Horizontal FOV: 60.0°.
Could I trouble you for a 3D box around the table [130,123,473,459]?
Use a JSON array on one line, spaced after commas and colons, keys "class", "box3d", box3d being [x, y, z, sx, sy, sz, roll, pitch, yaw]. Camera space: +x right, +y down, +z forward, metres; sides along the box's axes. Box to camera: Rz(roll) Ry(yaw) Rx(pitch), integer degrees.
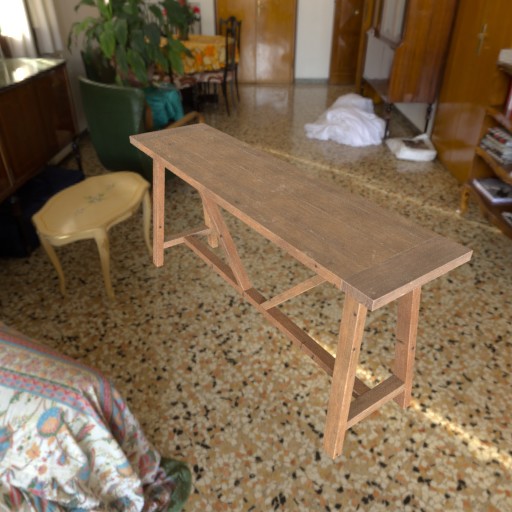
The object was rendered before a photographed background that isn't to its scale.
[{"class": "table", "box3d": [0.000, 0.000, 2.166, 0.465, 0.810, 1.800, -20, 38, -29]}]
